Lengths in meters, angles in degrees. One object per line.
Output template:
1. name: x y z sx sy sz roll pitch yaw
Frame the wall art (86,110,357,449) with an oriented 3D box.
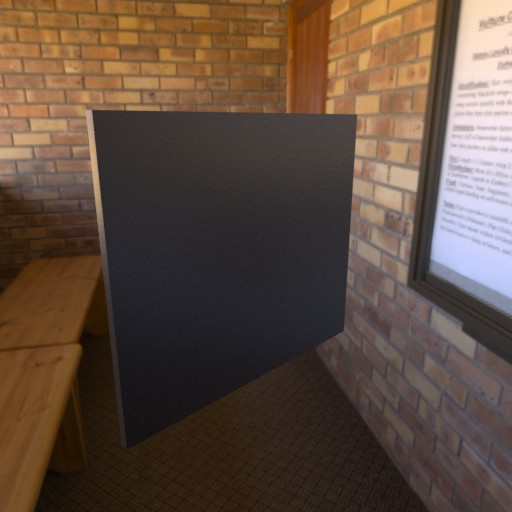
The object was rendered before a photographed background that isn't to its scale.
1. wall art: 0.000 0.000 0.538 0.383 0.332 0.012 -16 23 -42
